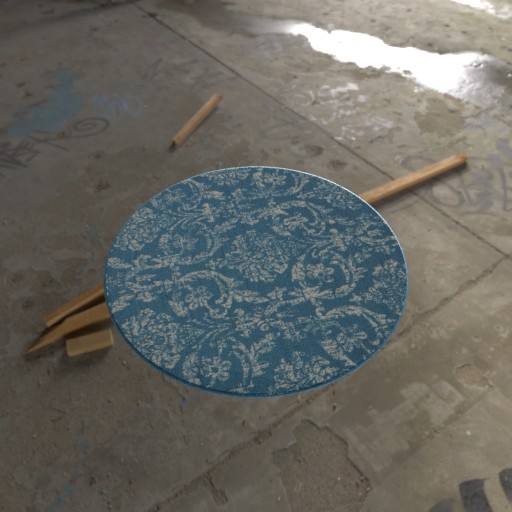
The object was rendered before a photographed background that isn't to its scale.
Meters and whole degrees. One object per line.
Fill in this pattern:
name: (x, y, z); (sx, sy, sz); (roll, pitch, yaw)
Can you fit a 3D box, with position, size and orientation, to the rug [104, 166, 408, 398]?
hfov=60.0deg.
rug: (0.000, 0.000, 2.376); (1.593, 0.012, 1.593); (0, 48, 0)
